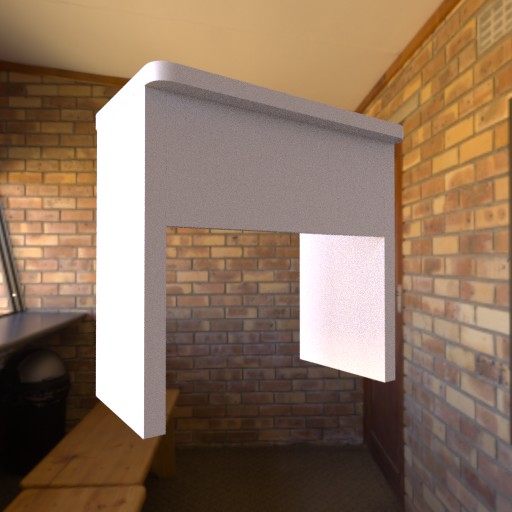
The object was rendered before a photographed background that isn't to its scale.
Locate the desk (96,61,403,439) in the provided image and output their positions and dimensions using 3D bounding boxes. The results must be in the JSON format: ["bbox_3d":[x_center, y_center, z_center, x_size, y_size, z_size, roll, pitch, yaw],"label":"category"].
[{"bbox_3d":[0.000,0.000,1.260,0.790,0.760,0.446,1,-1,-35],"label":"desk"}]
